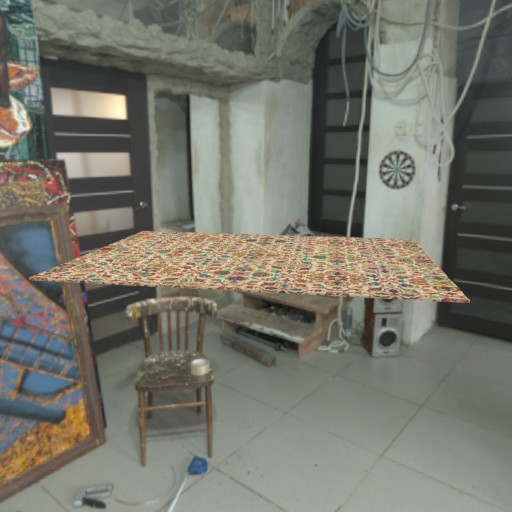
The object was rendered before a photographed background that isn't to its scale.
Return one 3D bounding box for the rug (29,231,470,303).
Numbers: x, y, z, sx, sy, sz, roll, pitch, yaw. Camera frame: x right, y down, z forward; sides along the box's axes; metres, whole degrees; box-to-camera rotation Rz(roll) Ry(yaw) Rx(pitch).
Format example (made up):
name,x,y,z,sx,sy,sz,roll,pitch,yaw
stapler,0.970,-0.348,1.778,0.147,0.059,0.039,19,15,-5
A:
name,x,y,z,sx,sy,sz,roll,pitch,yaw
rug,0.000,0.000,2.398,1.838,0.013,1.226,2,13,9
